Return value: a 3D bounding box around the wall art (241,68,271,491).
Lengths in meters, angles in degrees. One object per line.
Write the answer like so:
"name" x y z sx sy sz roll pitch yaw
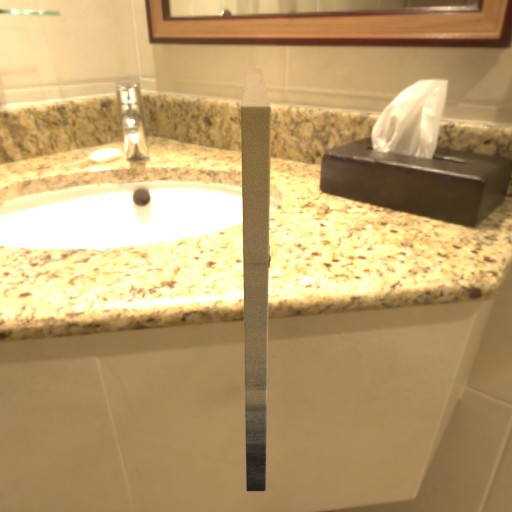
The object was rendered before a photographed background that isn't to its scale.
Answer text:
"wall art" 0.000 0.000 0.961 0.041 0.710 0.608 0 27 0
